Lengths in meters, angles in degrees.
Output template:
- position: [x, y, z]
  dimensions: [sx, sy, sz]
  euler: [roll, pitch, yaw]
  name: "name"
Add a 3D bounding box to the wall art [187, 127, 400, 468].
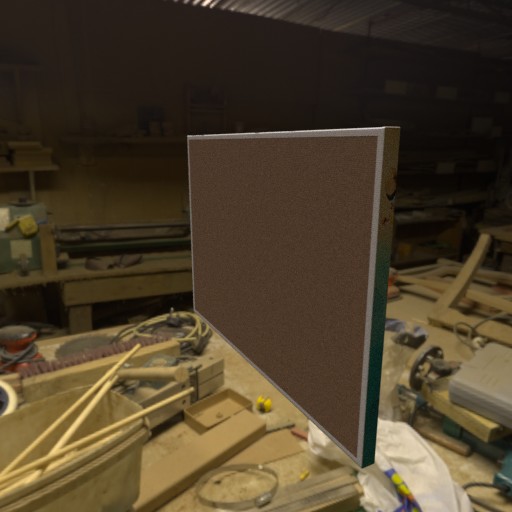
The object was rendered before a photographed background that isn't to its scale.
- position: [0.000, 0.000, 1.436]
  dimensions: [0.040, 0.769, 1.136]
  euler: [-7, 16, -27]
  name: "wall art"
